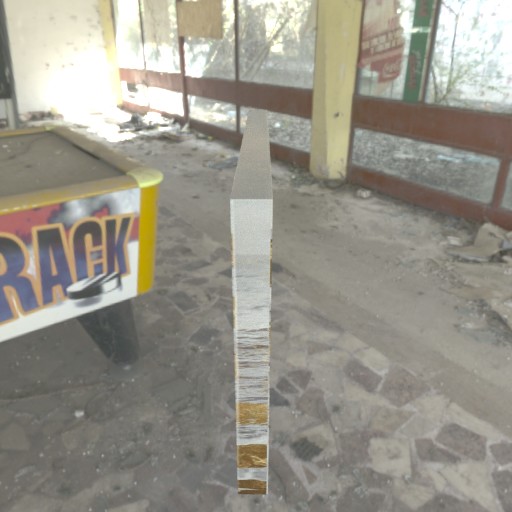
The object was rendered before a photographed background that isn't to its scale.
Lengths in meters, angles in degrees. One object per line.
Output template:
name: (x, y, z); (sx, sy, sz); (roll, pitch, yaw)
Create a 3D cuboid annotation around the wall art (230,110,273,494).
wall art: (0.000, 0.000, 0.769); (0.041, 0.407, 0.606); (0, 26, 1)
